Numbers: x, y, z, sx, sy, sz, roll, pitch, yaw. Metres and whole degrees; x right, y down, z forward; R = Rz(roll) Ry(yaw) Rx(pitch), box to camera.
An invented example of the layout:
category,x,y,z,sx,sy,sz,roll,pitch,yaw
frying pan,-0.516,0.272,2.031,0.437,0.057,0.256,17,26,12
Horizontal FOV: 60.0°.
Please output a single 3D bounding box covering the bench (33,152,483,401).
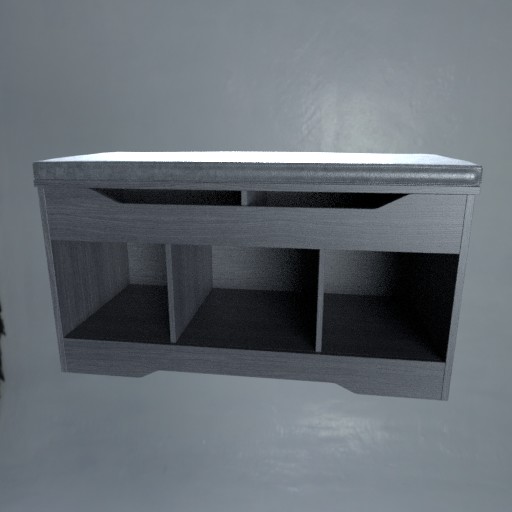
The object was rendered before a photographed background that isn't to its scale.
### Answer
category,x,y,z,sx,sy,sz,roll,pitch,yaw
bench,0.000,0.000,1.129,0.905,0.501,0.401,2,16,7
